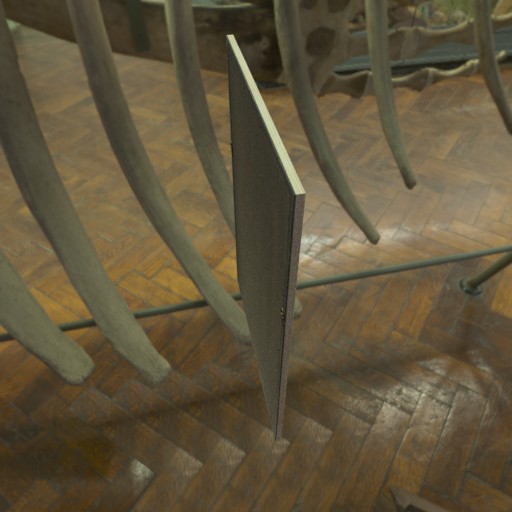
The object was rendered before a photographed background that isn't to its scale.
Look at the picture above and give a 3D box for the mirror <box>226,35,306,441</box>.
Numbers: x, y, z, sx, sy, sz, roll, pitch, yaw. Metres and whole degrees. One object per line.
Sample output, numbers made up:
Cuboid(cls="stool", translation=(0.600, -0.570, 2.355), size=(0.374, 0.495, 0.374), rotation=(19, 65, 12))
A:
Cuboid(cls="mirror", translation=(0.000, 0.000, 1.308), size=(0.025, 0.996, 0.705), rotation=(-8, 46, -8))
